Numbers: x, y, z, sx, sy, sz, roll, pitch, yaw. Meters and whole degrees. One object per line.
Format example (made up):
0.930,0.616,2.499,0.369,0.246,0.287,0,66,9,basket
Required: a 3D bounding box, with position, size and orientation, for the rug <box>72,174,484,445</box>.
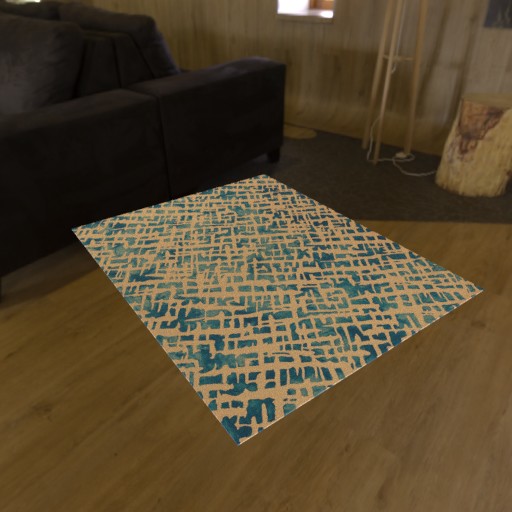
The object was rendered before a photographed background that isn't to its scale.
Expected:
0.000,0.000,4.049,2.435,0.007,3.007,-21,38,-29,rug
